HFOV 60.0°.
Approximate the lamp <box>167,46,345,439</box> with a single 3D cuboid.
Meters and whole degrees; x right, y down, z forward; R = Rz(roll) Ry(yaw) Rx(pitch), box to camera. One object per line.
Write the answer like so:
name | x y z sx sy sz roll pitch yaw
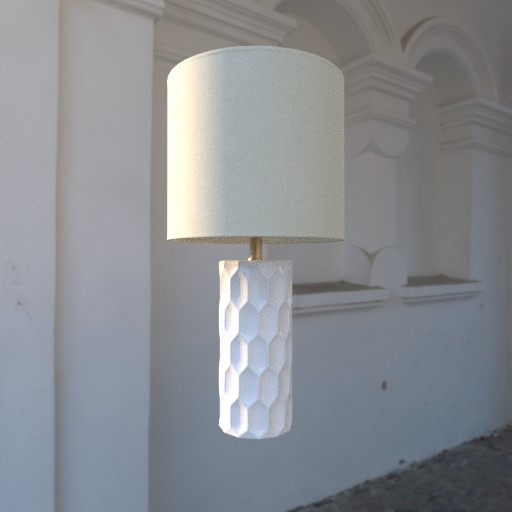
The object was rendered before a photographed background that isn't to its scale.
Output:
lamp | 0.000 0.000 0.703 0.277 0.537 0.277 0 0 -20
